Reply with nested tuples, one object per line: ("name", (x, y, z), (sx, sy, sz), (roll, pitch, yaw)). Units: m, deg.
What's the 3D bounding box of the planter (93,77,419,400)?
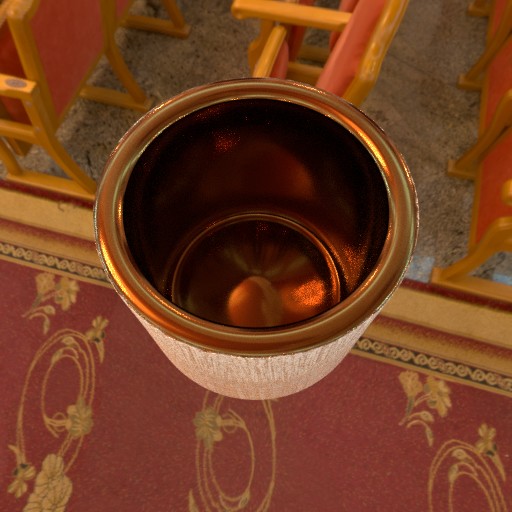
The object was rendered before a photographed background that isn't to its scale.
("planter", (0.000, 0.000, 0.308), (0.177, 0.157, 0.177), (0, 65, 0))
